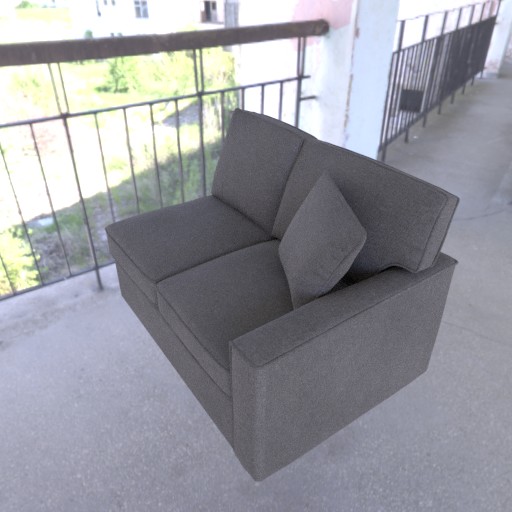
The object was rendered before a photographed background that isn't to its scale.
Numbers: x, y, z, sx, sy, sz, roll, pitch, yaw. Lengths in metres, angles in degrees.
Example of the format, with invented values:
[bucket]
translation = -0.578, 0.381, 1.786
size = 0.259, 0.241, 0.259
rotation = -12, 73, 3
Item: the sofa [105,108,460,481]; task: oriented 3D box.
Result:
[sofa]
translation = 0.000, 0.000, 2.036
size = 0.991, 0.989, 1.388
rotation = -20, 37, -29
